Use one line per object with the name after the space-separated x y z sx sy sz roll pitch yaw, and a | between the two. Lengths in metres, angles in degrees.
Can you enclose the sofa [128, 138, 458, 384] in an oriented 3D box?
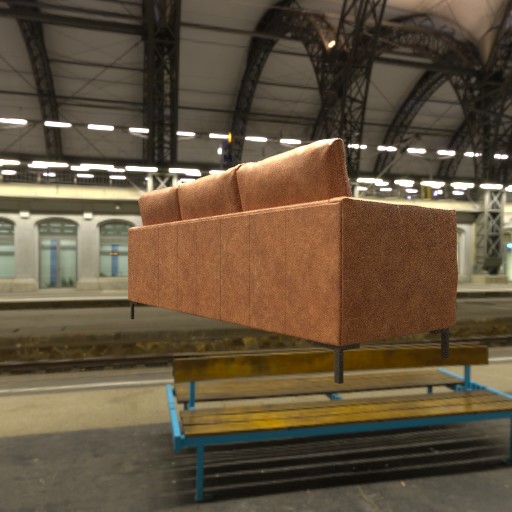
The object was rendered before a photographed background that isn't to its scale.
0.000 0.000 2.473 0.748 0.863 2.029 0 0 -36 | sofa
